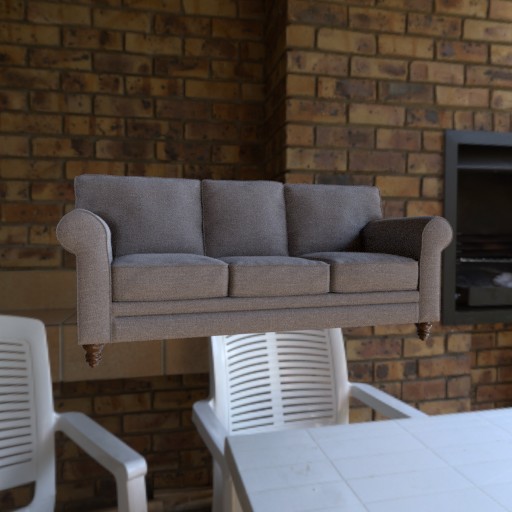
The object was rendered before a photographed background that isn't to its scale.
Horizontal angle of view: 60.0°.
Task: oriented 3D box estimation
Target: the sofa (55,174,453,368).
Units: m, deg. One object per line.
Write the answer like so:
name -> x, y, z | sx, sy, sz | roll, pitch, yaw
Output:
sofa -> 0.000, 0.000, 2.604 | 2.084, 0.961, 0.916 | -1, 2, -18
